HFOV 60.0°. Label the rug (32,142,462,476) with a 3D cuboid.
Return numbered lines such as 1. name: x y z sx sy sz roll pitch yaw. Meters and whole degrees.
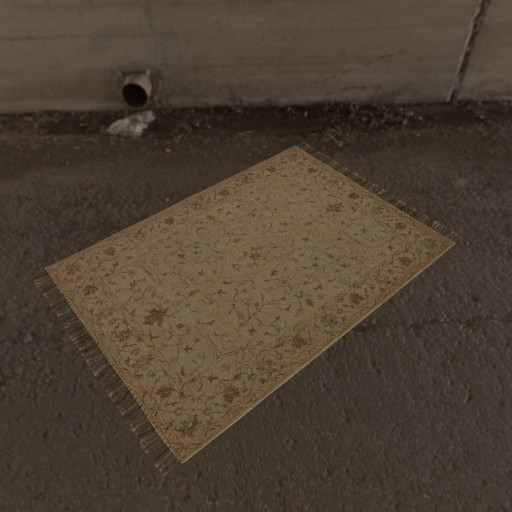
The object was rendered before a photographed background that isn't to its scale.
1. rug: 0.000 0.000 2.255 1.861 0.017 1.218 -31 54 -26
